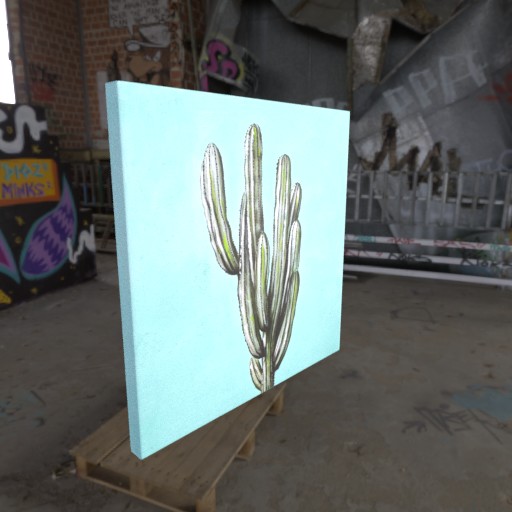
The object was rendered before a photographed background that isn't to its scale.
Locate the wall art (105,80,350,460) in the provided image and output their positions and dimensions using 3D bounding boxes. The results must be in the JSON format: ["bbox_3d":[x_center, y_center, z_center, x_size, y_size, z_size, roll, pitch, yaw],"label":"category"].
[{"bbox_3d":[0.000,0.000,1.609,0.070,1.073,1.071,12,17,42],"label":"wall art"}]
